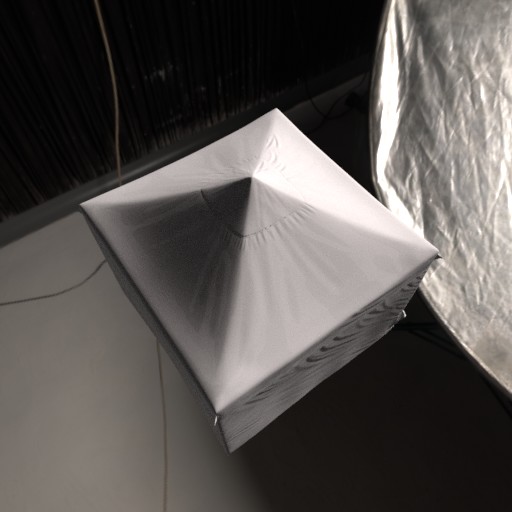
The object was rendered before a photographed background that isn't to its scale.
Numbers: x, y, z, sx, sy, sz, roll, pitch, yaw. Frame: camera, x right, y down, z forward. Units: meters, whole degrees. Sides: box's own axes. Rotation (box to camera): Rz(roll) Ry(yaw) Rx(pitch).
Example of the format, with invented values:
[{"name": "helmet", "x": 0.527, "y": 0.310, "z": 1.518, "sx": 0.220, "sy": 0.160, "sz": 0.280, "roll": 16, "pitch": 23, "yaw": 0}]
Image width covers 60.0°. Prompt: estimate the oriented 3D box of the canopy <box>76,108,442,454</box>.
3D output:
[{"name": "canopy", "x": 0.000, "y": 0.000, "z": 5.561, "sx": 3.121, "sy": 2.997, "sz": 3.043, "roll": -31, "pitch": 63, "yaw": -19}]
